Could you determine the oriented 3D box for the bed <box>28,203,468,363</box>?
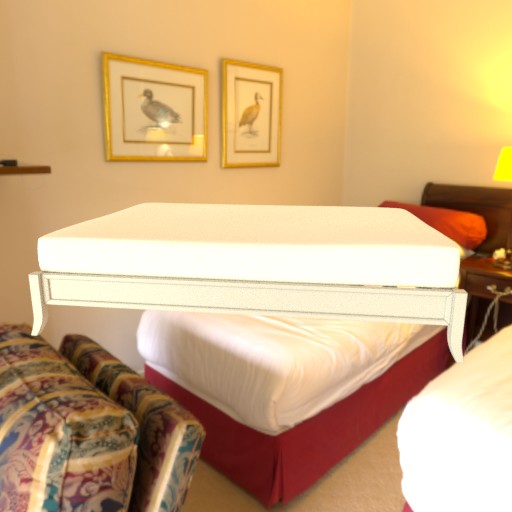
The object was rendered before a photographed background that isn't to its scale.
[{"bbox_3d":[0.000,0.000,2.644,1.985,0.510,1.460,2,14,8],"label":"bed"}]
